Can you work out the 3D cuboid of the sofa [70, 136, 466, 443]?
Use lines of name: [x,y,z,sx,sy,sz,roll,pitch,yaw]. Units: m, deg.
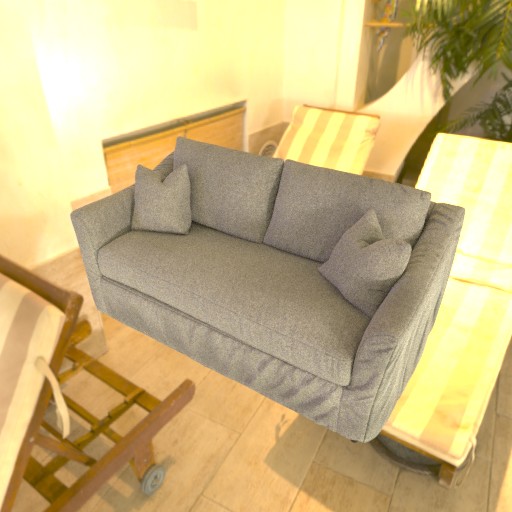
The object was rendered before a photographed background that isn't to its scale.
sofa: [0.000,0.000,2.622,2.010,1.018,1.072,19,35,29]
